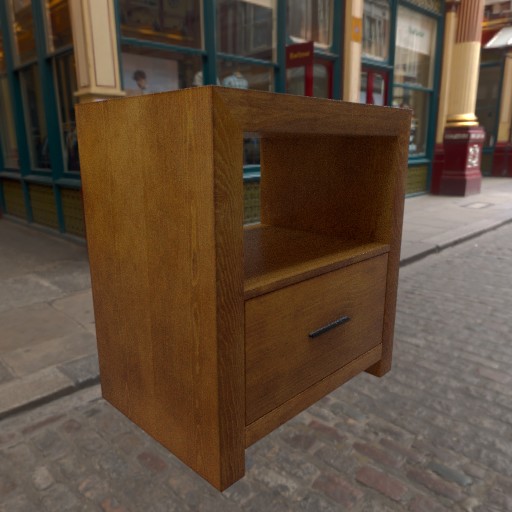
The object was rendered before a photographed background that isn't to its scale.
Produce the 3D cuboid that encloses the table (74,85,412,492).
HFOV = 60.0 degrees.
[{"bbox_3d":[0.000,0.000,0.946,0.400,0.605,0.550,13,19,43],"label":"table"}]
